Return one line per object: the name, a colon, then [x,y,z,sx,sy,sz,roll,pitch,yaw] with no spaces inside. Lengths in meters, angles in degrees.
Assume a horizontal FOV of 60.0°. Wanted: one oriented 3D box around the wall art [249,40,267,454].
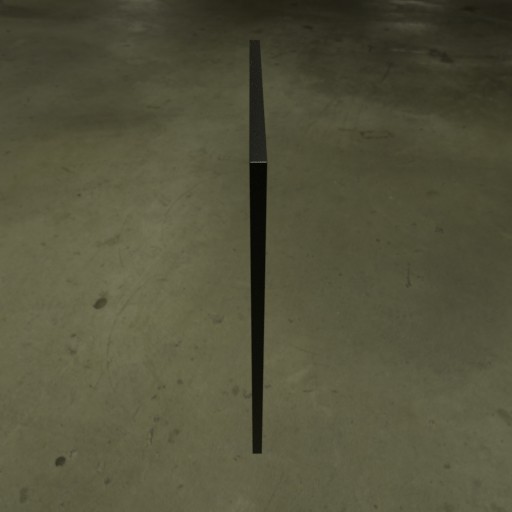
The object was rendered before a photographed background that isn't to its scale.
wall art: [0.000,0.000,0.564,0.013,0.432,0.304,0,41,0]
